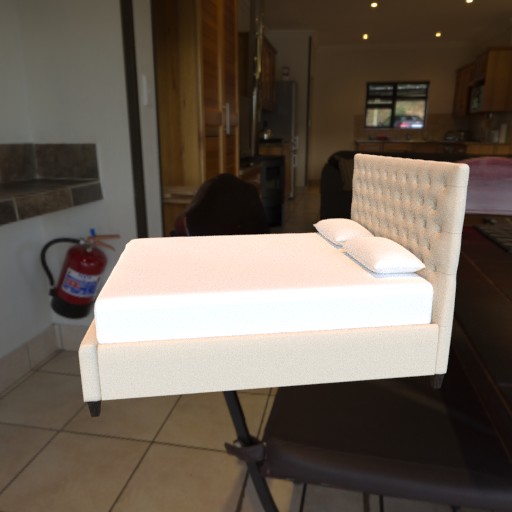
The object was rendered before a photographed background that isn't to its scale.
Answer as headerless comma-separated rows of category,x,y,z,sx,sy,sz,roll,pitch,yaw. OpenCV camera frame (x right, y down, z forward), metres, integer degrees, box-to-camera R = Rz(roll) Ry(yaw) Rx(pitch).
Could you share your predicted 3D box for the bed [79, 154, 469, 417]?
bed,0.000,0.000,3.316,2.233,1.426,1.696,-2,15,-8
